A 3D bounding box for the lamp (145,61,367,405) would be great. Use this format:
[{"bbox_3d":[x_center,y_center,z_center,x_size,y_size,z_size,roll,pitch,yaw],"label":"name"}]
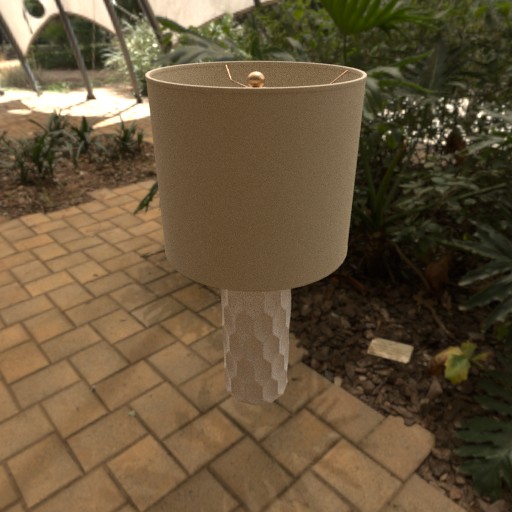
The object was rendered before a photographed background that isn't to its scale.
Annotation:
[{"bbox_3d":[0.000,0.000,0.694,0.277,0.537,0.277,9,30,16],"label":"lamp"}]
